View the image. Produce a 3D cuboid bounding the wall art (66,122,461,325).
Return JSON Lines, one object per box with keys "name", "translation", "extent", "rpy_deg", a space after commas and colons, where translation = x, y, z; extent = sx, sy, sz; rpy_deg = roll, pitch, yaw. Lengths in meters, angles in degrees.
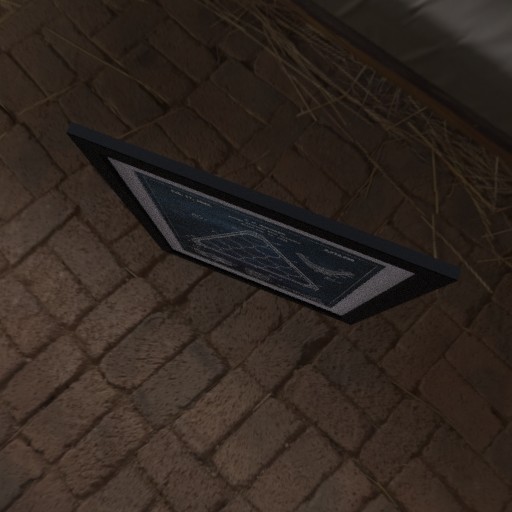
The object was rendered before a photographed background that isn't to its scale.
{"name": "wall art", "translation": [0.000, 0.000, 0.503], "extent": [0.311, 0.361, 0.010], "rpy_deg": [21, 77, 5]}
